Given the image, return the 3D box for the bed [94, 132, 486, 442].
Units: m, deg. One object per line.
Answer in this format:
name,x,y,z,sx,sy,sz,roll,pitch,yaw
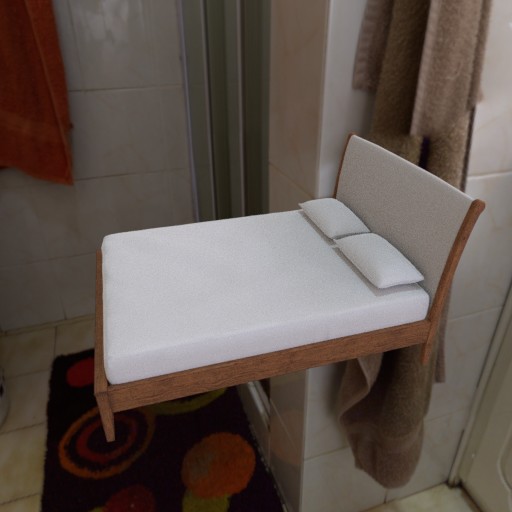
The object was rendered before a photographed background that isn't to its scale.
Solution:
bed,0.000,0.000,2.950,2.108,1.135,1.502,-9,31,-14
